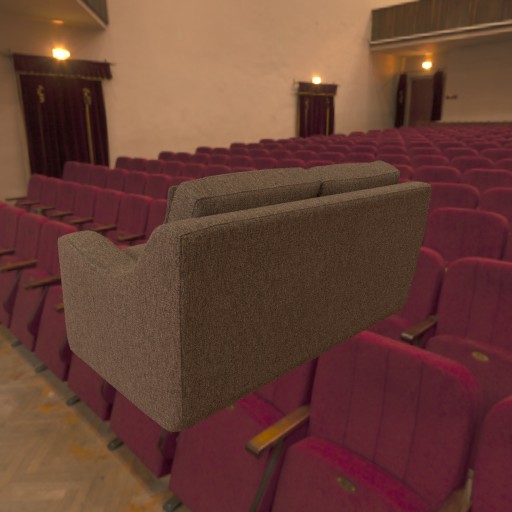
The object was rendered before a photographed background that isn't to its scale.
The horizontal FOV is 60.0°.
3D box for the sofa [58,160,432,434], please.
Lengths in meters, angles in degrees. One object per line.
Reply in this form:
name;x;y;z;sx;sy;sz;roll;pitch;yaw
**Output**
sofa;0.000;0.000;2.404;1.778;0.991;1.120;-15;22;-42
